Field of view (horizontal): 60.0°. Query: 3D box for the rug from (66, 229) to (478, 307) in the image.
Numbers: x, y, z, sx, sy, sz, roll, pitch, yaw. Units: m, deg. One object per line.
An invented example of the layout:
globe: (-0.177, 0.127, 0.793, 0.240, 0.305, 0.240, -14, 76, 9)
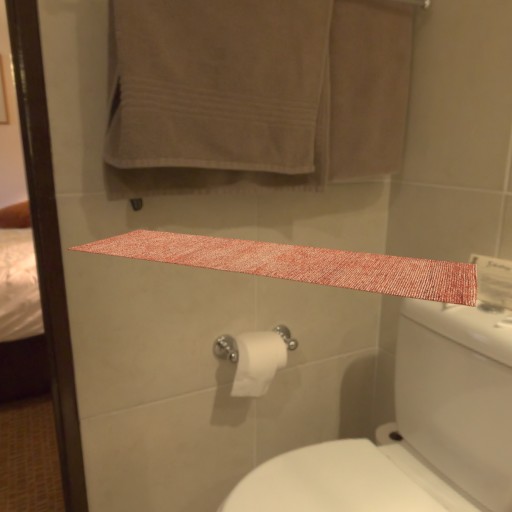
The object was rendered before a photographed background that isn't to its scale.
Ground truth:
rug: (0.000, 0.000, 2.616, 2.353, 0.013, 0.718, 7, 16, 25)
